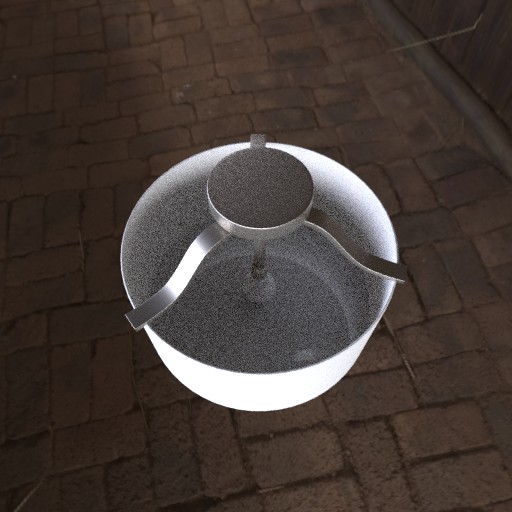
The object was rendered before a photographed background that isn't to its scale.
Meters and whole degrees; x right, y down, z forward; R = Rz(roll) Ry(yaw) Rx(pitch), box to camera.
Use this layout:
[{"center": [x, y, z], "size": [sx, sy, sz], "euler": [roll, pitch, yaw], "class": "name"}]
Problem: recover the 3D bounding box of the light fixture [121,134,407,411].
[{"center": [0.000, 0.000, 0.646], "size": [0.395, 0.304, 0.395], "euler": [0, 58, 0], "class": "light fixture"}]
